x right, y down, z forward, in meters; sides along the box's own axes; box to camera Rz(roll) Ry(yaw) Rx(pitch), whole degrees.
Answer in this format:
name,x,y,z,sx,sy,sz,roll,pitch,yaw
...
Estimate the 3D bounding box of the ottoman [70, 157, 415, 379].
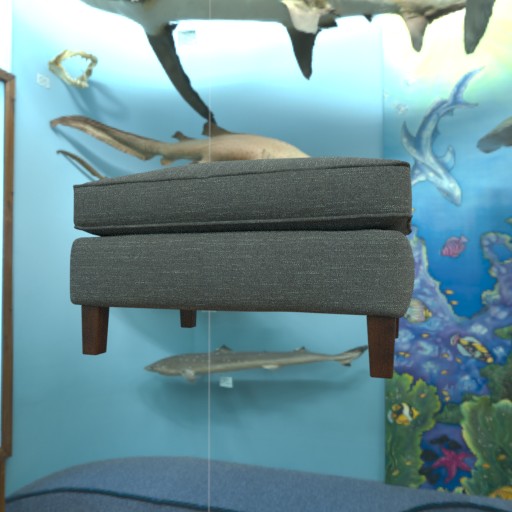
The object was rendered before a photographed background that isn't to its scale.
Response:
name,x,y,z,sx,sy,sz,roll,pitch,yaw
ottoman,0.000,0.000,1.022,0.686,0.406,0.508,0,-1,19
